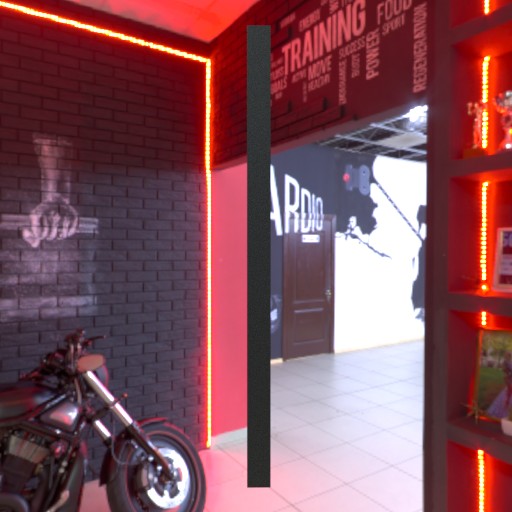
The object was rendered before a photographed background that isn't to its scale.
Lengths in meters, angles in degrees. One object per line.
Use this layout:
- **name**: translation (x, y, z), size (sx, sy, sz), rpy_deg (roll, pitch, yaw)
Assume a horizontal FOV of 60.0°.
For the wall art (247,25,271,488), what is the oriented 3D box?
- **wall art**: translation (0.000, 0.000, 0.530), size (0.019, 0.381, 0.330), rpy_deg (0, 0, -1)
